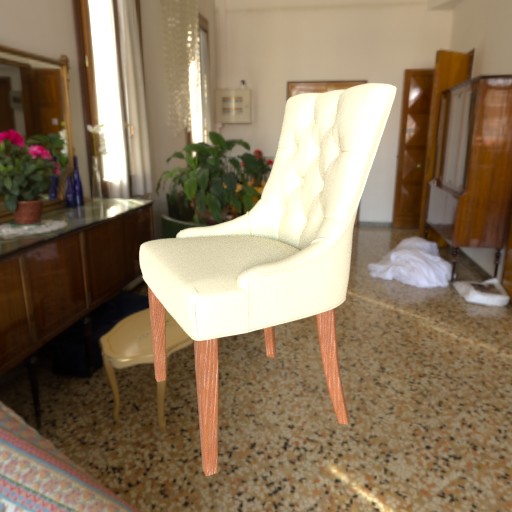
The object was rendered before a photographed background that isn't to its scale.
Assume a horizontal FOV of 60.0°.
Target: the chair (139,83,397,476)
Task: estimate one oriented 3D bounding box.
[{"bbox_3d":[0.000,0.000,1.207,0.565,0.874,0.509,-7,17,-25],"label":"chair"}]
